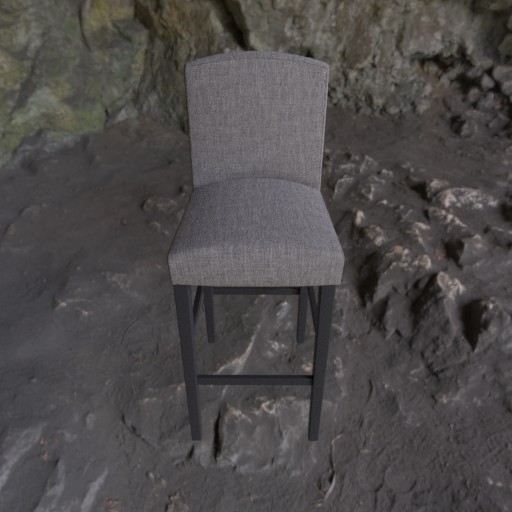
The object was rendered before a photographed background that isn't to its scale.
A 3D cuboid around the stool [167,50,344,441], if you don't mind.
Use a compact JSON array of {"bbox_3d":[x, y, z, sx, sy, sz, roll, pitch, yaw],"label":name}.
[{"bbox_3d":[0.000,0.000,1.407,0.451,1.138,0.552,0,31,0],"label":"stool"}]
